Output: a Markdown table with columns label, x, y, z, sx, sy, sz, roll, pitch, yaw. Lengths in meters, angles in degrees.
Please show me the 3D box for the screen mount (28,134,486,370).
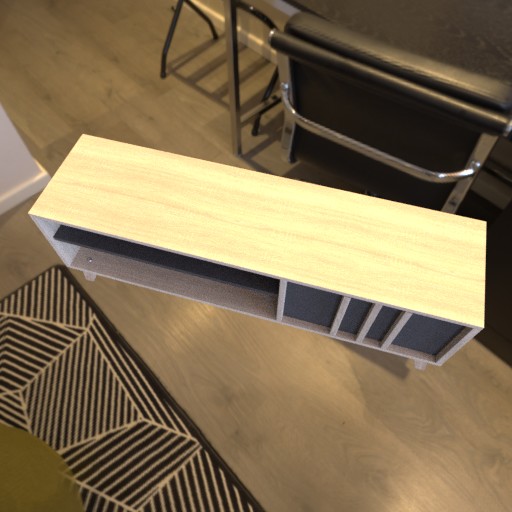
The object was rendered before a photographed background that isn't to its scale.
| label | x | y | z | sx | sy | sz | roll | pitch | yaw |
| --- | --- | --- | --- | --- | --- | --- | --- | --- | --- |
| screen mount | 0.000 | 0.000 | 1.716 | 1.500 | 0.509 | 0.401 | 14 | 60 | 8 |
